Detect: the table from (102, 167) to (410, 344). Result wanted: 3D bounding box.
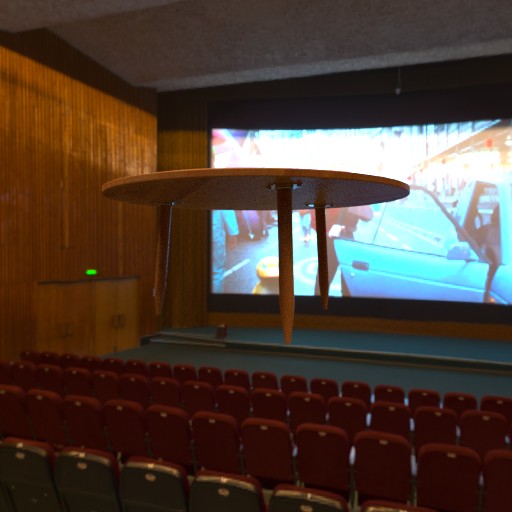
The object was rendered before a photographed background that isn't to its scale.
[{"bbox_3d":[0.000,0.000,1.375,0.900,0.400,0.900,0,1,0],"label":"table"}]
